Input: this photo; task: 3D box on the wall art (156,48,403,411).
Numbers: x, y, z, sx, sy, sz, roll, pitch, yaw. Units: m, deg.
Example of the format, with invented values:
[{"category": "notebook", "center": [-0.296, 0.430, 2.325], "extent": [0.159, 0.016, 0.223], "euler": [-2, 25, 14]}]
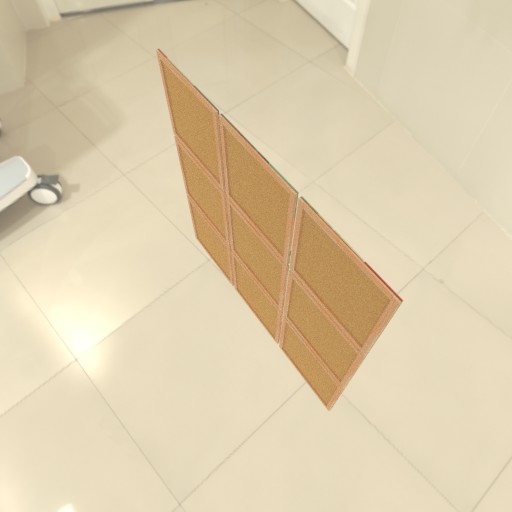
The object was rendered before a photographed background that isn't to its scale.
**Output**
[{"category": "wall art", "center": [0.000, 0.000, 1.850], "extent": [0.013, 1.220, 1.216], "euler": [-31, 64, -17]}]
